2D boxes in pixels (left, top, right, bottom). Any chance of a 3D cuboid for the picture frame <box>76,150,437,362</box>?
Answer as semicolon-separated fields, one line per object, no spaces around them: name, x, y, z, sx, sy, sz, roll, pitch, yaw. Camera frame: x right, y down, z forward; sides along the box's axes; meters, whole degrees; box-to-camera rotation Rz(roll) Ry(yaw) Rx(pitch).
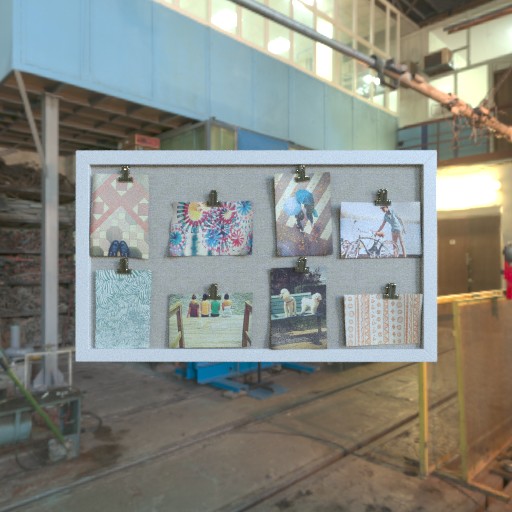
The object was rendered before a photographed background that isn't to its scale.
picture frame;0.000;0.000;0.799;0.647;0.379;0.044;0;0;0
